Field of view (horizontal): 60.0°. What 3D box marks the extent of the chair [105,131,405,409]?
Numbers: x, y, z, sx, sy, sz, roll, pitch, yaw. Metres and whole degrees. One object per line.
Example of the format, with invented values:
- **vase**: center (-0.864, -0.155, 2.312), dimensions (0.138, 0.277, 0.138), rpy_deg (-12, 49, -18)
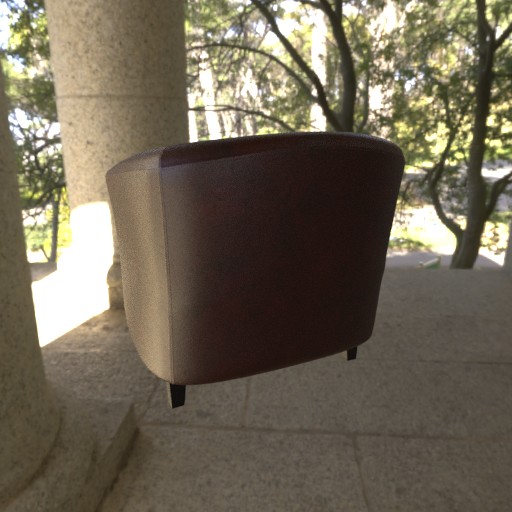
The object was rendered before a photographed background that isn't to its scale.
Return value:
- **chair**: center (0.000, 0.000, 1.394), dimensions (0.792, 0.756, 0.727), rpy_deg (-8, 17, -25)
